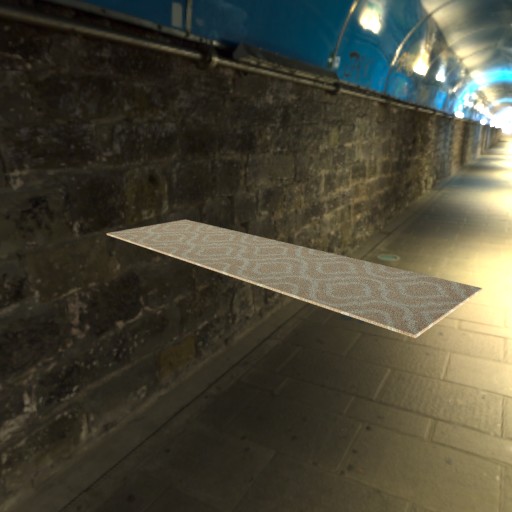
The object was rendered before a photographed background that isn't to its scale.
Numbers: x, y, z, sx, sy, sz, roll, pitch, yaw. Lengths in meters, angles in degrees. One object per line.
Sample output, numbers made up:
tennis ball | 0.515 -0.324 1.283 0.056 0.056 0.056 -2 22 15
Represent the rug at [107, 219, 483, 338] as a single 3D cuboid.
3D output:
rug | 0.000 0.000 2.599 2.289 0.013 0.691 15 22 42
